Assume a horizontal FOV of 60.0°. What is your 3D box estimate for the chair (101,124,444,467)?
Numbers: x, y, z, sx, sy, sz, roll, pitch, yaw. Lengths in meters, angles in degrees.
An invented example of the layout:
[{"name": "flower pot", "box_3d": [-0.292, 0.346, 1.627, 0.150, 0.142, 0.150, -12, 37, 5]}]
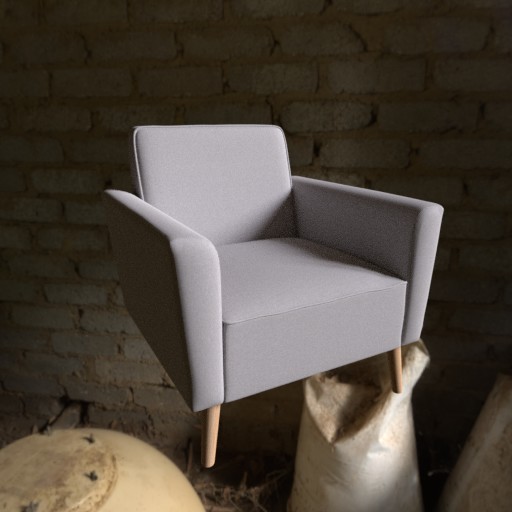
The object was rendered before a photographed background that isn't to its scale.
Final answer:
[{"name": "chair", "box_3d": [0.000, 0.000, 1.386, 0.780, 0.780, 0.750, -9, 19, -27]}]
